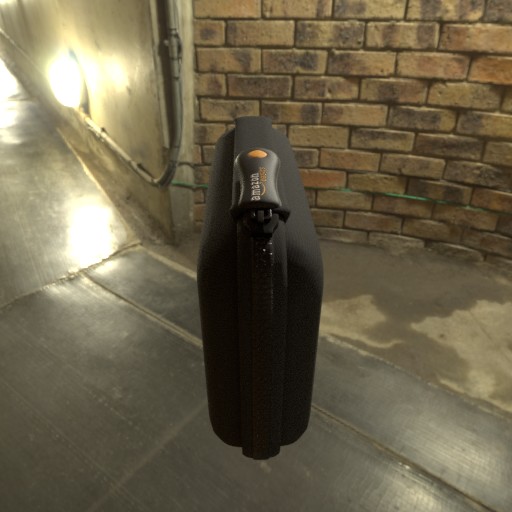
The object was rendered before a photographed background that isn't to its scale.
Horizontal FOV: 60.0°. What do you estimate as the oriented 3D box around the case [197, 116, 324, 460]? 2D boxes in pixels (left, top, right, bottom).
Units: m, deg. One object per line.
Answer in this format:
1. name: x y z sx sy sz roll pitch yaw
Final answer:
1. case: 0.000 0.000 0.182 0.038 0.105 0.132 -1 33 -1
